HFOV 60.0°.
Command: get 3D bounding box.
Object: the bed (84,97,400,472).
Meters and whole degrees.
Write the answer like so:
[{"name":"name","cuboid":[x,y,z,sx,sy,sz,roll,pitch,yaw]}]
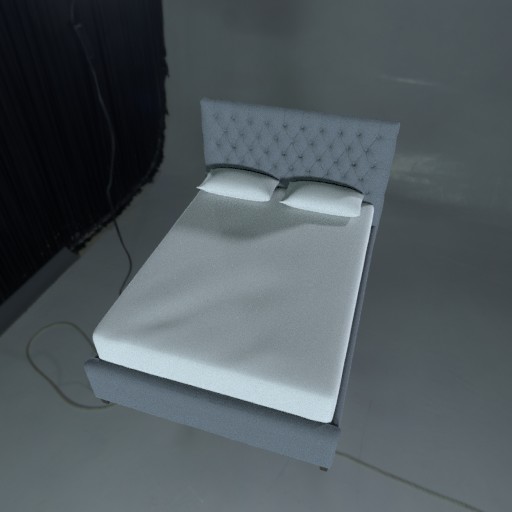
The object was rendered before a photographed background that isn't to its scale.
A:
[{"name":"bed","cuboid":[0.000,0.000,3.323,1.698,1.427,2.231,12,42,13]}]
